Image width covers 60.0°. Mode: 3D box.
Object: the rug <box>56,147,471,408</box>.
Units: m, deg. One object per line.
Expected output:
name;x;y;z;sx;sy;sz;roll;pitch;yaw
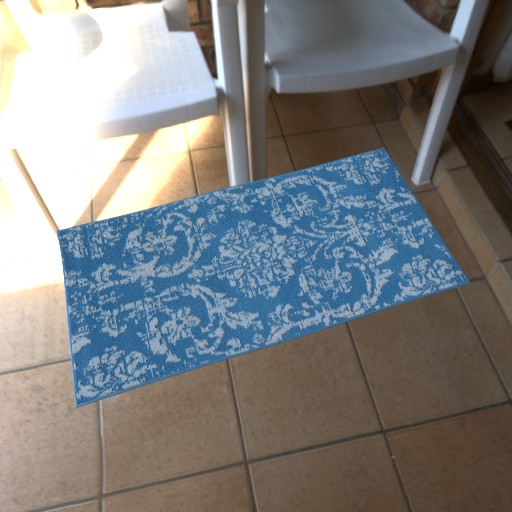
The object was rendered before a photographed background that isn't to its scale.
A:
rug;0.000;0.000;1.437;1.219;0.007;0.604;-16;61;-9
